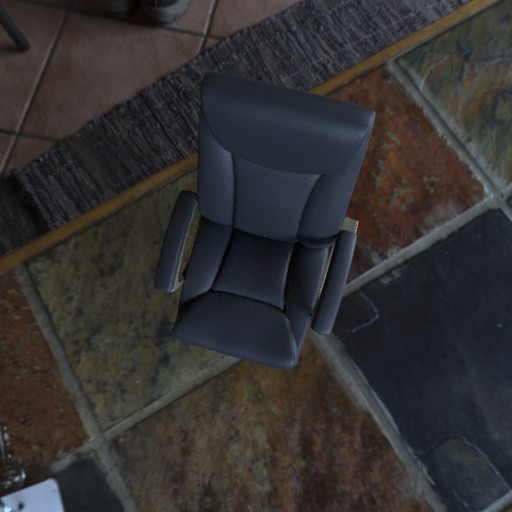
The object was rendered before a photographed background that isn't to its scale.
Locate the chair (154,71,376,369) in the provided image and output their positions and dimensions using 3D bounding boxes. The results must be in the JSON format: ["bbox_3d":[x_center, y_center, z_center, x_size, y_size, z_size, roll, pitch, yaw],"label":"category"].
[{"bbox_3d":[0.000,0.000,1.659,0.694,1.188,0.748,15,75,4],"label":"chair"}]
